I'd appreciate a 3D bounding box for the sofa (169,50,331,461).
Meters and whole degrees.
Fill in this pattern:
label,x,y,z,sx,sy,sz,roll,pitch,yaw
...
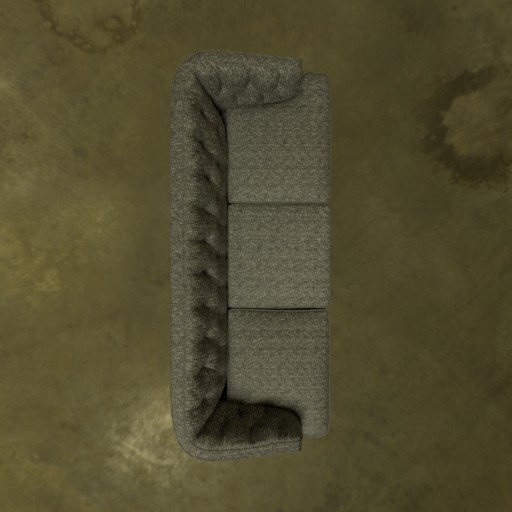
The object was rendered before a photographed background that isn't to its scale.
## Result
label,x,y,z,sx,sy,sz,roll,pitch,yaw
sofa,0.000,0.000,2.790,0.941,0.855,2.278,0,91,0
